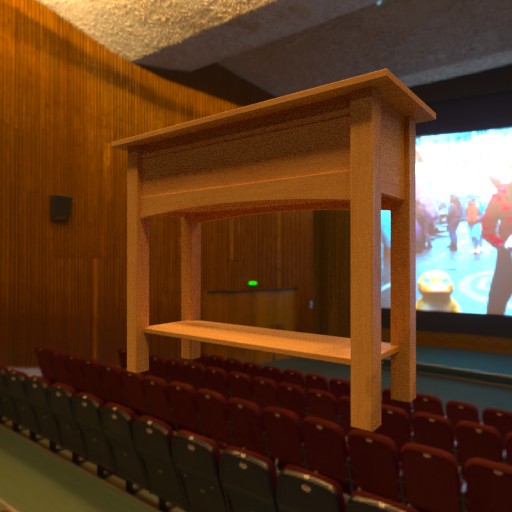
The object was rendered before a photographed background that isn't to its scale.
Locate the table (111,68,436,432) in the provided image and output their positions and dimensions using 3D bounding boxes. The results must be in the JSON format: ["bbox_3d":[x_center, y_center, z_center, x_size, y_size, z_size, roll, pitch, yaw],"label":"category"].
[{"bbox_3d":[0.000,0.000,1.270,0.900,0.728,0.340,0,0,37],"label":"table"}]
